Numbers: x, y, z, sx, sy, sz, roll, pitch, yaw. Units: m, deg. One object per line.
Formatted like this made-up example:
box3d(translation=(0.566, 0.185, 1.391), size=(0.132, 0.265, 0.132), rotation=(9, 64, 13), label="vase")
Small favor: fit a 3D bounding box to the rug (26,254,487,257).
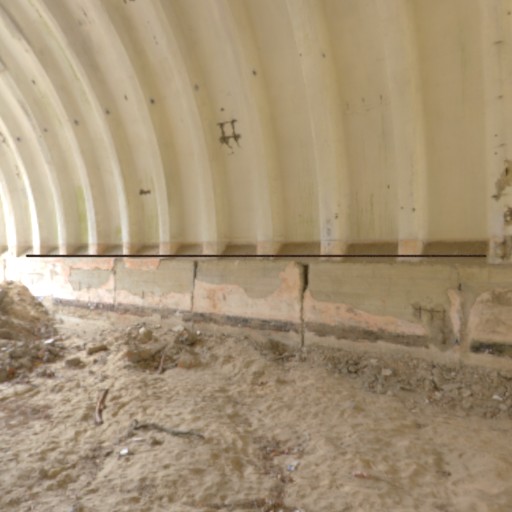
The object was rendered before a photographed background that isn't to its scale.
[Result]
box3d(translation=(0.000, 0.000, 4.098), size=(3.032, 0.020, 2.411), rotation=(0, 0, -1), label="rug")
